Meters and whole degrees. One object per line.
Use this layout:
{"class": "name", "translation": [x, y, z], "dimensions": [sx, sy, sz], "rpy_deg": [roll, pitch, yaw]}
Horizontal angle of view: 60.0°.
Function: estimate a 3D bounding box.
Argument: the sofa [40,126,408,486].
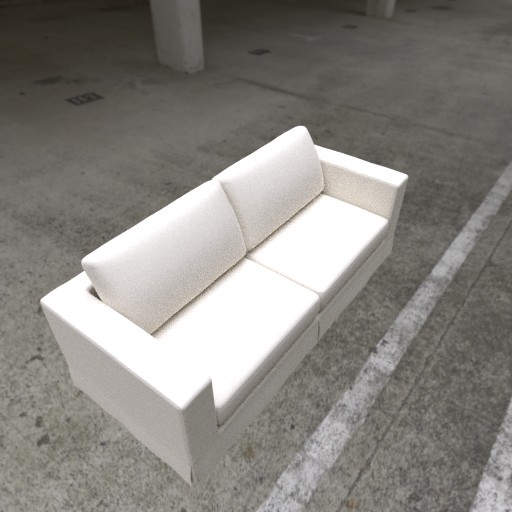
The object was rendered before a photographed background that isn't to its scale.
{"class": "sofa", "translation": [0.000, 0.000, 2.630], "dimensions": [0.954, 0.881, 2.163], "rpy_deg": [26, 47, 27]}
